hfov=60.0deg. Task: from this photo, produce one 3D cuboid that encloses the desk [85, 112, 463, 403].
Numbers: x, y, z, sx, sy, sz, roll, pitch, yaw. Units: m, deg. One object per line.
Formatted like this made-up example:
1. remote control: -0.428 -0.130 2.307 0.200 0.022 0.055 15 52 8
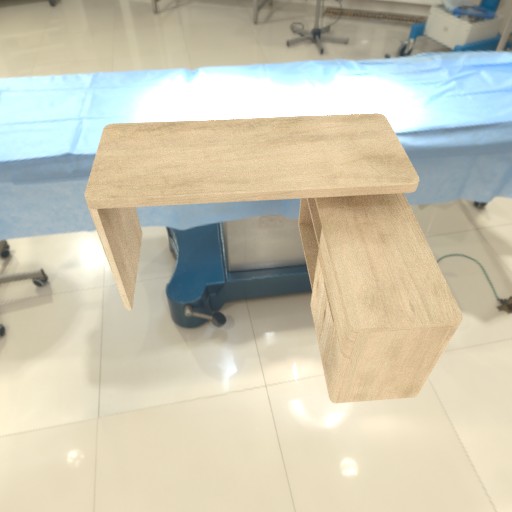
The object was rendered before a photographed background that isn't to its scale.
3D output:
1. desk: 0.000 0.000 2.099 1.400 0.770 1.175 -3 47 -3
